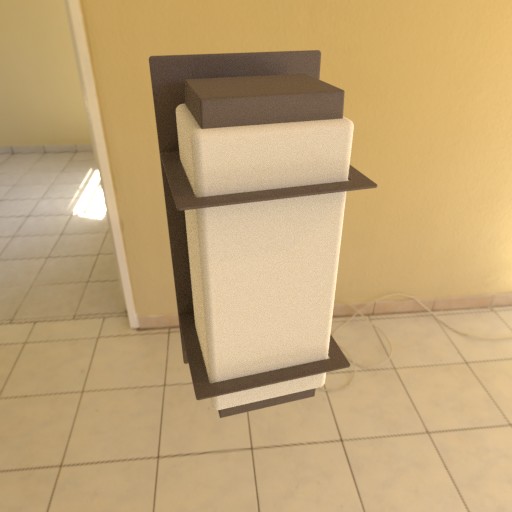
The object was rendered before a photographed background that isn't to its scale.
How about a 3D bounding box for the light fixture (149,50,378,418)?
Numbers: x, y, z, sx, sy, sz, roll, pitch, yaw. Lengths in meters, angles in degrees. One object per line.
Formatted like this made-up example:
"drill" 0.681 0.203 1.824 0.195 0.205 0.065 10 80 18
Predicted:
"light fixture" 0.000 0.000 0.428 0.153 0.347 0.146 -8 32 -14
